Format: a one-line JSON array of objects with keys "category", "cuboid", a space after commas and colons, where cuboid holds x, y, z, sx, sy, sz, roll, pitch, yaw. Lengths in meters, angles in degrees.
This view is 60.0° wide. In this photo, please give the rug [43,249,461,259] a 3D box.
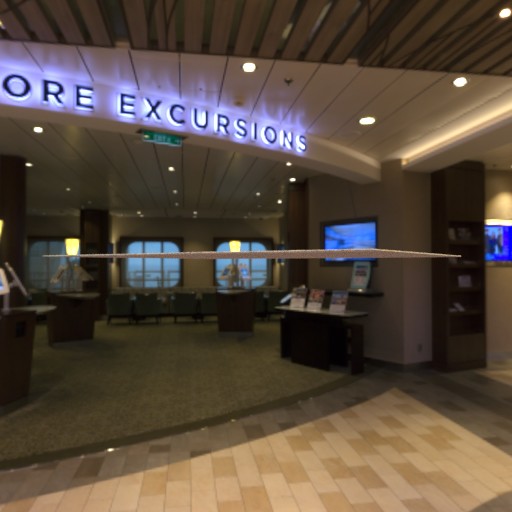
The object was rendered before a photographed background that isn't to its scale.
[{"category": "rug", "cuboid": [0.000, 0.000, 4.258, 3.201, 0.014, 2.437, -1, -1, 35]}]
